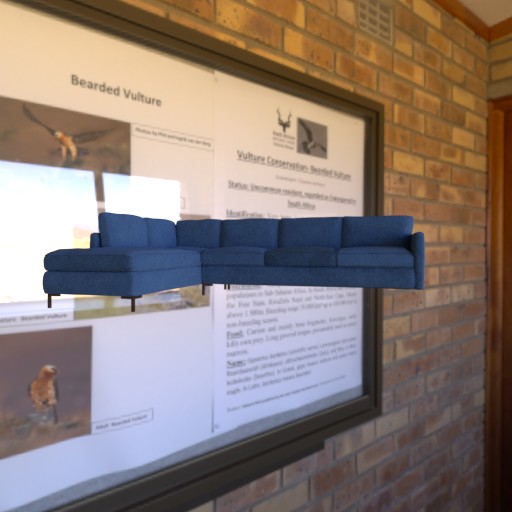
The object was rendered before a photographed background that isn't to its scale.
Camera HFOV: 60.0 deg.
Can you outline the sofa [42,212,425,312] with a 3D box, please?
[{"bbox_3d":[0.000,0.000,4.016,2.949,0.815,2.007,0,1,17],"label":"sofa"}]
